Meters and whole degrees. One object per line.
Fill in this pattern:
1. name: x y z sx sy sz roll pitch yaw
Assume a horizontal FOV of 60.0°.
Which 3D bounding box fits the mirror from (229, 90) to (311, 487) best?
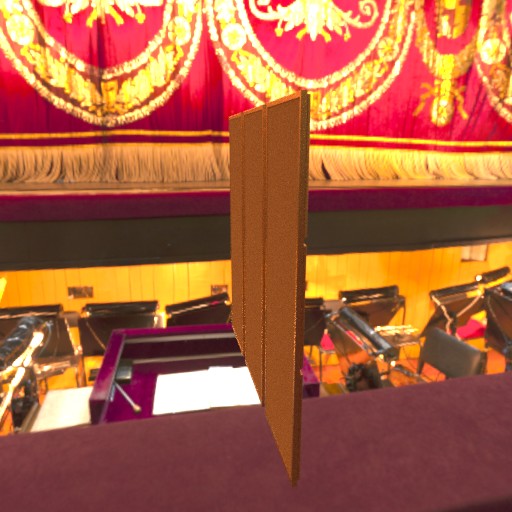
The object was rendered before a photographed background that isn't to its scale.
1. mirror: 0.000 0.000 1.463 0.023 0.926 1.011 -3 15 -11
